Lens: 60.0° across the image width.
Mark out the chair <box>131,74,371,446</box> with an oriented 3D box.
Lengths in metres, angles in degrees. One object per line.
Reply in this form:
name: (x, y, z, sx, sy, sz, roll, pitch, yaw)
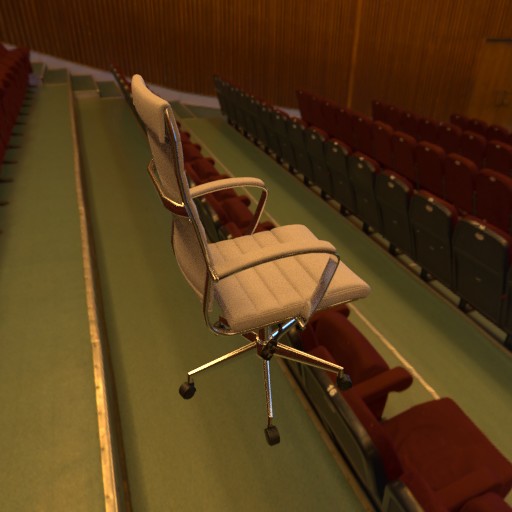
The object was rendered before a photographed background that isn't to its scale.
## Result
chair: (0.000, 0.000, 1.535, 0.667, 1.149, 0.679, -11, 33, -18)
